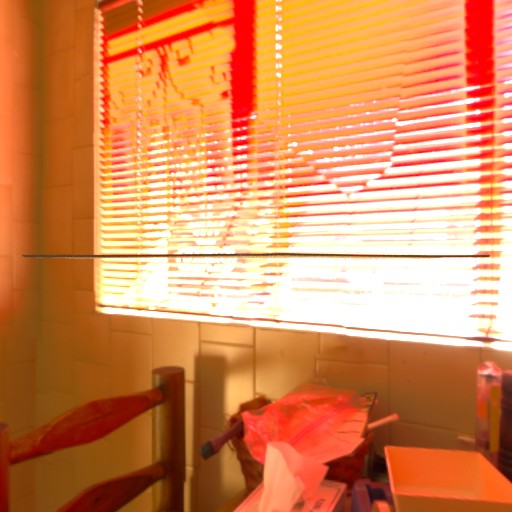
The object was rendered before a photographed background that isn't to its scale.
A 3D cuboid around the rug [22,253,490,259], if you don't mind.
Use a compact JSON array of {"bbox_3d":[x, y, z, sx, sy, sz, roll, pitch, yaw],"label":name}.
[{"bbox_3d":[0.000,0.000,2.534,2.320,0.032,0.692,0,-1,0],"label":"rug"}]
